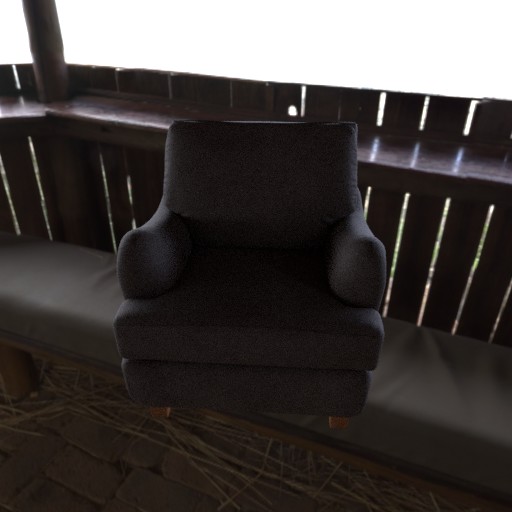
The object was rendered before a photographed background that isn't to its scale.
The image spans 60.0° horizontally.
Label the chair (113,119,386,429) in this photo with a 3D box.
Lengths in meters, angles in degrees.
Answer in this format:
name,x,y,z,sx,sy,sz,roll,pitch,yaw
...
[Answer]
name,x,y,z,sx,sy,sz,roll,pitch,yaw
chair,0.000,0.000,1.882,0.955,0.997,1.070,2,29,4
